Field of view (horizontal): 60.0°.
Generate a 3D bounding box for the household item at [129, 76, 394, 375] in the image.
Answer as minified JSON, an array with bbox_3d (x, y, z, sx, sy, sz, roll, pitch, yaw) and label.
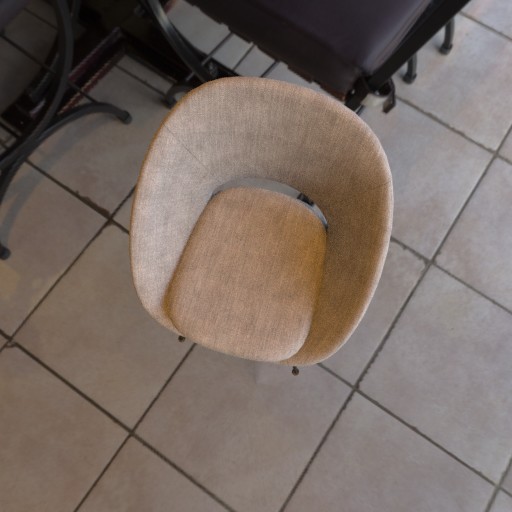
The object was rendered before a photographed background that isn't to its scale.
[{"bbox_3d":[0.000,0.000,1.302,0.643,0.869,0.587,15,75,4],"label":"household item"}]
